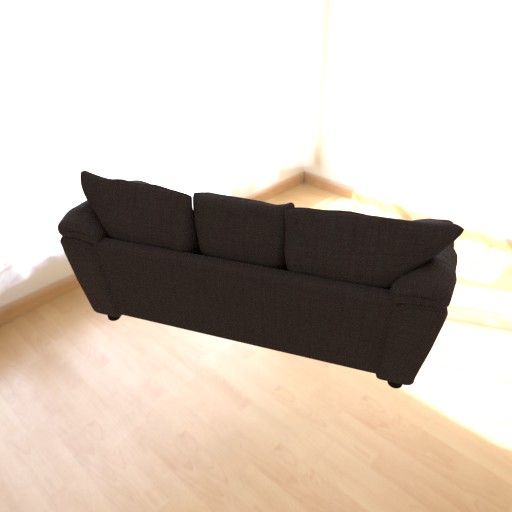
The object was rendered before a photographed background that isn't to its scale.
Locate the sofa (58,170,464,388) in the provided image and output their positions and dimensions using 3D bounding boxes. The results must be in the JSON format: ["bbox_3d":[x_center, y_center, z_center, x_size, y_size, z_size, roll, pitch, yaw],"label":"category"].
[{"bbox_3d":[0.000,0.000,2.833,2.336,1.080,0.883,10,34,15],"label":"sofa"}]
